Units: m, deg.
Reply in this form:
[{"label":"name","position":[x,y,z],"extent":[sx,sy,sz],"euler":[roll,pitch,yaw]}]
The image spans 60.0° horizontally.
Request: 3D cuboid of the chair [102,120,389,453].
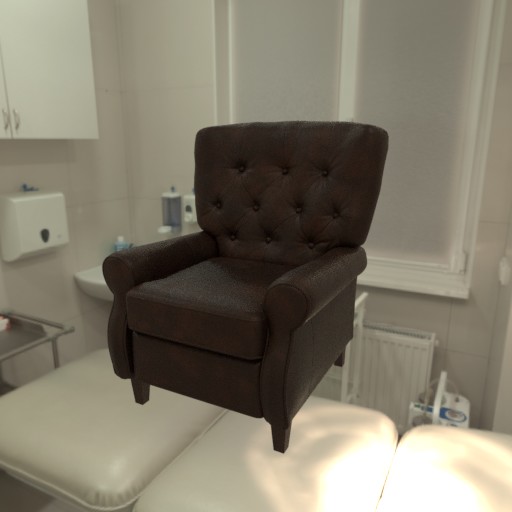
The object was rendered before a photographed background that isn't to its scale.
[{"label":"chair","position":[0.000,0.000,1.933],"extent":[0.948,1.158,1.058],"euler":[7,16,27]}]
